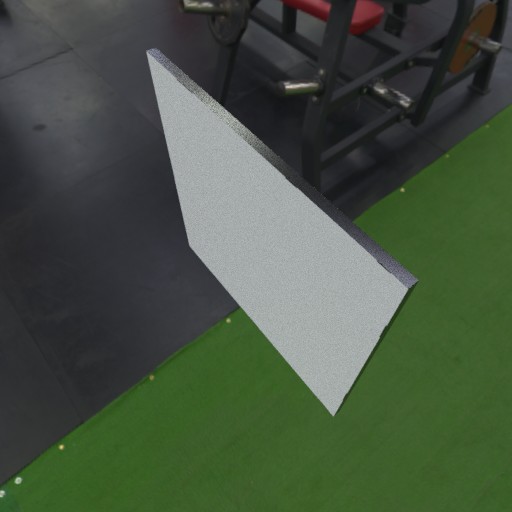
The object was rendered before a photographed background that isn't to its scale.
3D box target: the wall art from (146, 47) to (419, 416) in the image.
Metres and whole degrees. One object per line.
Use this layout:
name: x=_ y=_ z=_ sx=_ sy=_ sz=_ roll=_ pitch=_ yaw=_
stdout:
wall art: x=0.000 y=0.000 z=0.665 sx=0.014 sy=0.445 sz=0.446 roll=-33 pitch=63 yaw=-20
